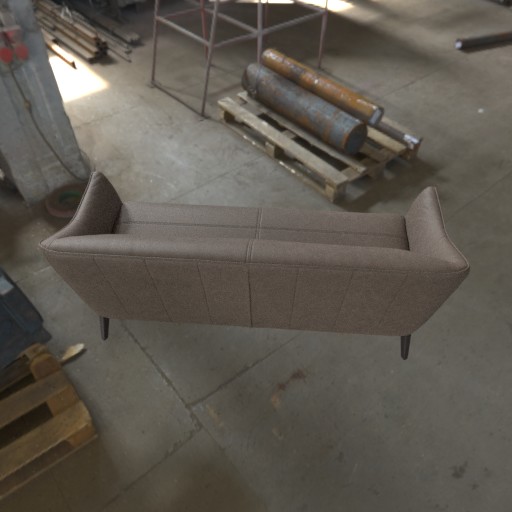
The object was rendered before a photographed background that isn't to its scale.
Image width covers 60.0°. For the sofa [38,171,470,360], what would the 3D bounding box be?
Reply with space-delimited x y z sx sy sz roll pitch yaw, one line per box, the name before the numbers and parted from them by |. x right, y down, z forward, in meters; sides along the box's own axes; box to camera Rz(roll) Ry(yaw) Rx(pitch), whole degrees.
sofa | 0.000 0.000 2.343 1.928 0.831 0.869 3 47 3
